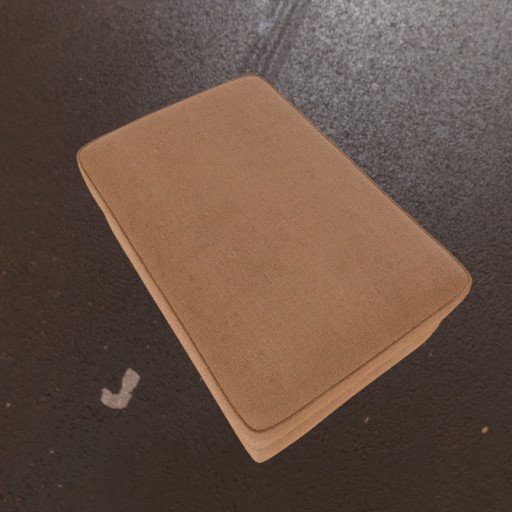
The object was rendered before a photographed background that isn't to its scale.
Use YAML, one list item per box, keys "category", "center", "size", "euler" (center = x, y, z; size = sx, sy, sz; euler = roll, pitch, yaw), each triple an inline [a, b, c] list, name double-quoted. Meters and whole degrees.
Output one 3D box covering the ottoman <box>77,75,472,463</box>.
- category: "ottoman"
  center: [0.000, 0.000, 1.199]
  size: [0.583, 0.484, 0.862]
  euler: [-30, 63, -17]
